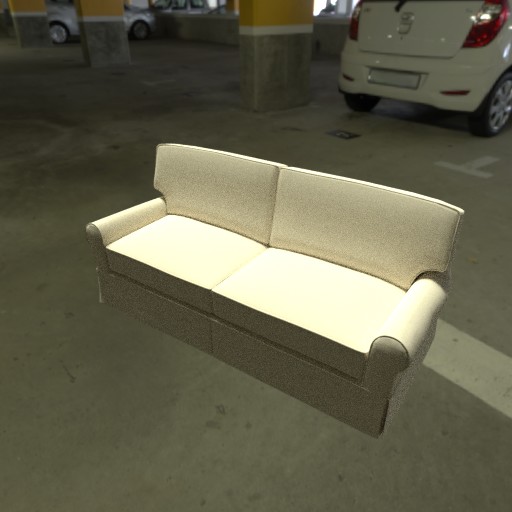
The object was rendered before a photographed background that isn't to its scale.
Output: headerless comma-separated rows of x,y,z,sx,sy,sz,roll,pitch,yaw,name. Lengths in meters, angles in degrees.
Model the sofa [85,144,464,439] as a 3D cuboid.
0.000,0.000,2.539,2.021,0.937,0.862,19,35,29,sofa
